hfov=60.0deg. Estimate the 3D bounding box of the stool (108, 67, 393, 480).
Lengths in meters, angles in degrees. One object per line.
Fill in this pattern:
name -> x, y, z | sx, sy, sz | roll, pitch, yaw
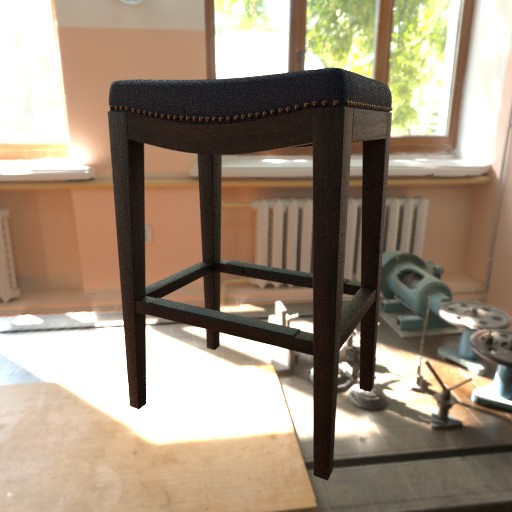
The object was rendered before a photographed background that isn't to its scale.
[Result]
stool -> 0.000, 0.000, 1.000 | 0.498, 0.740, 0.358 | 8, 18, 27
